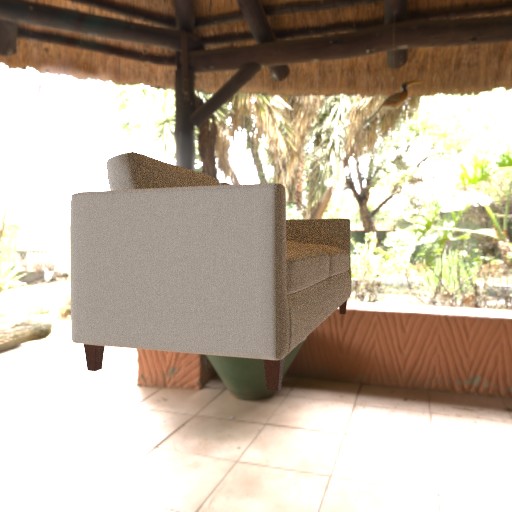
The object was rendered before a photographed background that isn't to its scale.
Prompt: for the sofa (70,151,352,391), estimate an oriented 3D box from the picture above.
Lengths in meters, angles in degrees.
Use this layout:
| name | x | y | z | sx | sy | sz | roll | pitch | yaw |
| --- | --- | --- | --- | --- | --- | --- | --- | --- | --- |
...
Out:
| name | x | y | z | sx | sy | sz | roll | pitch | yaw |
| --- | --- | --- | --- | --- | --- | --- | --- | --- | --- |
| sofa | 0.000 | 0.000 | 2.649 | 0.924 | 0.933 | 2.139 | 0 | 1 | 19 |
